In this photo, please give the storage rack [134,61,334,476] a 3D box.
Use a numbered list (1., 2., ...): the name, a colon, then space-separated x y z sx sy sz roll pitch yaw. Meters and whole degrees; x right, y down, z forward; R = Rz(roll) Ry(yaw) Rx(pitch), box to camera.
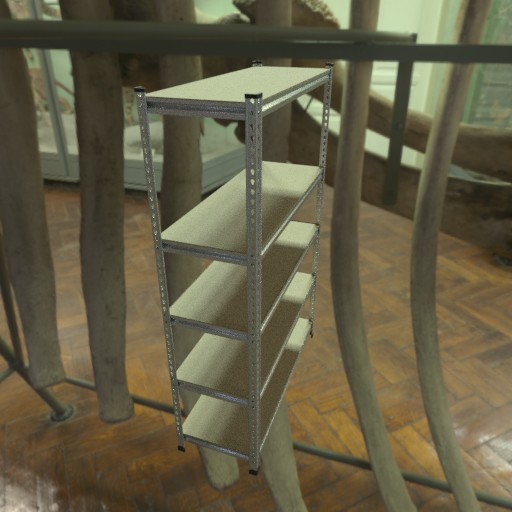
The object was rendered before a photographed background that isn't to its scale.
1. storage rack: 0.000 0.000 2.382 0.457 1.829 1.219 10 29 18
